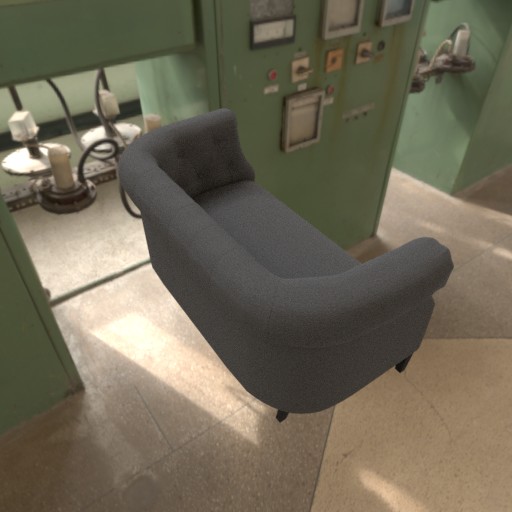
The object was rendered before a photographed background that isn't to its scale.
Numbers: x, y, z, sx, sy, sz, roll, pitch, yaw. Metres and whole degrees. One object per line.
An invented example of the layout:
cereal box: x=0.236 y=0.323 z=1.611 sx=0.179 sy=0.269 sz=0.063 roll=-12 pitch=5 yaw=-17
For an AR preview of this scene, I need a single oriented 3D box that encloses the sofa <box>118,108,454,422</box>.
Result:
sofa: x=0.000 y=0.000 z=2.089 sx=0.835 sy=0.827 sz=1.558 roll=-24 pitch=47 yaw=-25
